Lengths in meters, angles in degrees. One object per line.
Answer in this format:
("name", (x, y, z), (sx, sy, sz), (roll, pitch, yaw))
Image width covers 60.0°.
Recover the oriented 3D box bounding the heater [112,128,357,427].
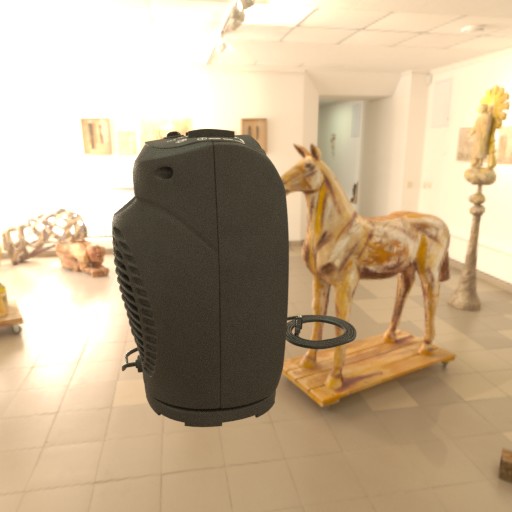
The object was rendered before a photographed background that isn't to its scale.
("heater", (0.000, 0.000, 0.467), (0.291, 0.255, 0.239), (-3, 15, -10))
